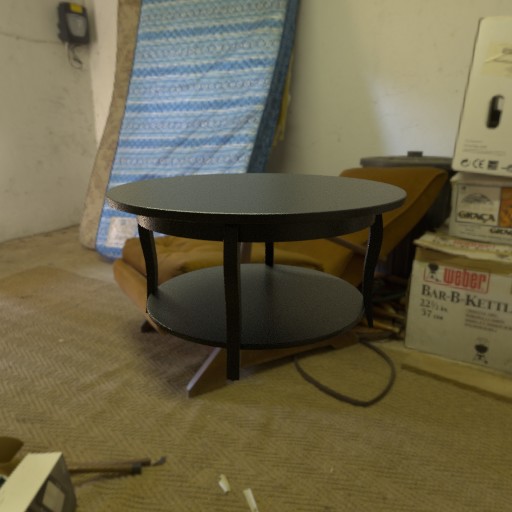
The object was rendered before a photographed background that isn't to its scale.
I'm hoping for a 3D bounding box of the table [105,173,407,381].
[{"bbox_3d":[0.000,0.000,1.477,0.914,0.457,0.914,0,16,0],"label":"table"}]
